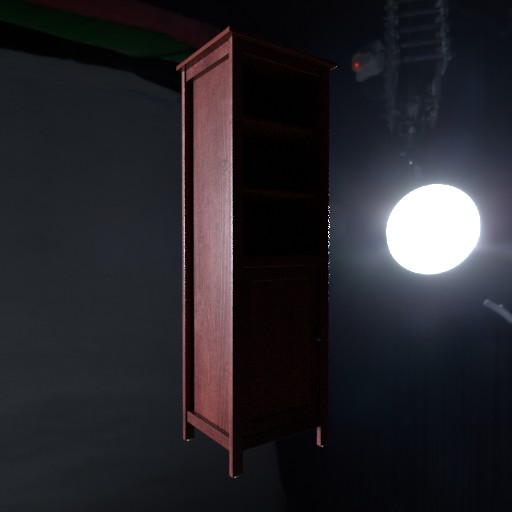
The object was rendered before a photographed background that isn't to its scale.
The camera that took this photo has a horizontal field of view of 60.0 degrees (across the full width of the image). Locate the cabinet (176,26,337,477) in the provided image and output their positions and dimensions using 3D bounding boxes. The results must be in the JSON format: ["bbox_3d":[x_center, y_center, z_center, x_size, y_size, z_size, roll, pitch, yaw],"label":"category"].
[{"bbox_3d":[0.000,0.000,1.774,0.500,1.518,0.401,-1,1,-35],"label":"cabinet"}]
